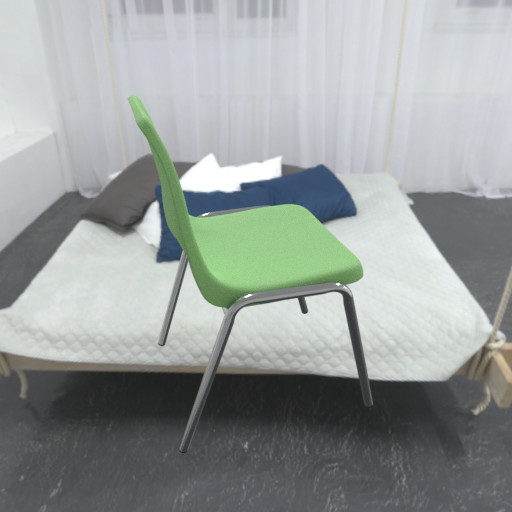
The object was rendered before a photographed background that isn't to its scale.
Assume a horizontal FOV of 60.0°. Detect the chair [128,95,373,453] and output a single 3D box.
[{"bbox_3d":[0.000,0.000,0.931,0.436,0.653,0.381,-9,31,-15],"label":"chair"}]
